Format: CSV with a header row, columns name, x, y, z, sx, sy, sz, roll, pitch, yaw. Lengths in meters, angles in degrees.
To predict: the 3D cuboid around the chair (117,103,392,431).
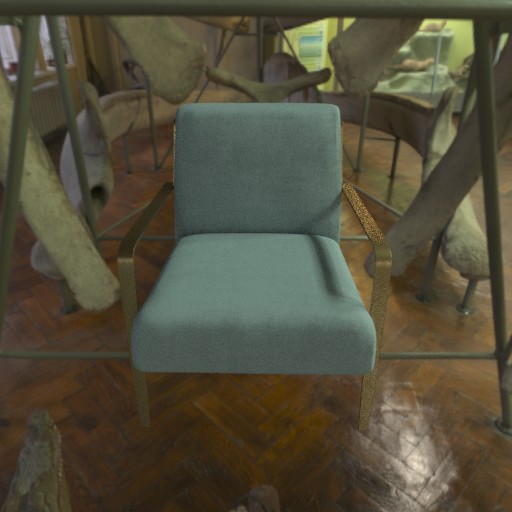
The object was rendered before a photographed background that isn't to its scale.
name,x,y,z,sx,sy,sz,roll,pitch,yaw
chair,0.000,0.000,1.460,0.701,0.824,0.842,1,29,1
